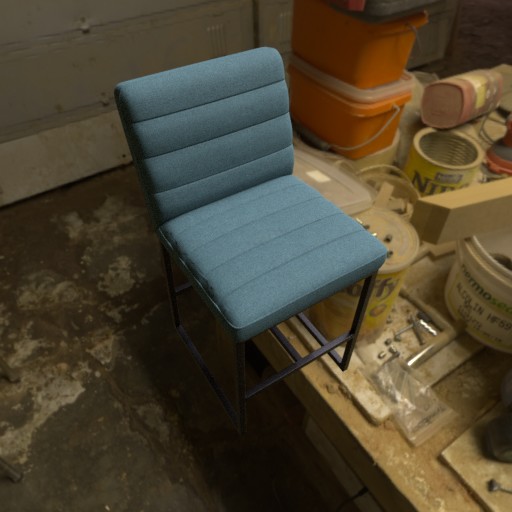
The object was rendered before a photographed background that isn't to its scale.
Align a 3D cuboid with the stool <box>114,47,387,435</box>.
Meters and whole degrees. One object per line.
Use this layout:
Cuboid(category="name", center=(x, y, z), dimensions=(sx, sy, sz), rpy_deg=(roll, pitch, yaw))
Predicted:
Cuboid(category="stool", center=(0.000, 0.000, 1.285), dimensions=(0.460, 0.940, 0.560), rpy_deg=(-25, 51, -22))
